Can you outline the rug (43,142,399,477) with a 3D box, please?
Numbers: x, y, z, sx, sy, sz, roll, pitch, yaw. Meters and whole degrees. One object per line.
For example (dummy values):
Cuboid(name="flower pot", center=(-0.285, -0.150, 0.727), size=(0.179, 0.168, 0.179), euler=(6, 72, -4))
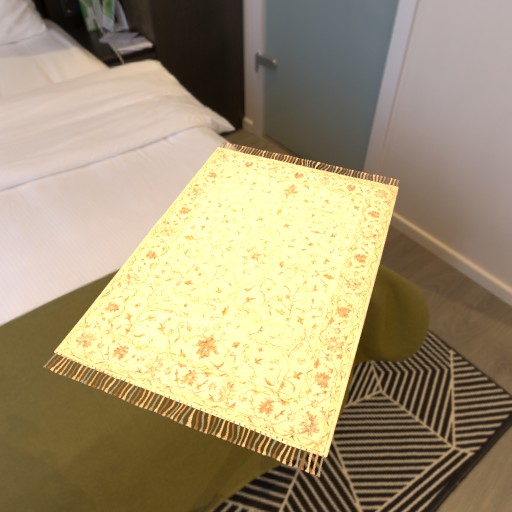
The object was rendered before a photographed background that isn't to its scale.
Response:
Cuboid(name="rug", center=(0.000, 0.000, 2.309), size=(1.218, 0.017, 1.861), euler=(16, 48, 14))
